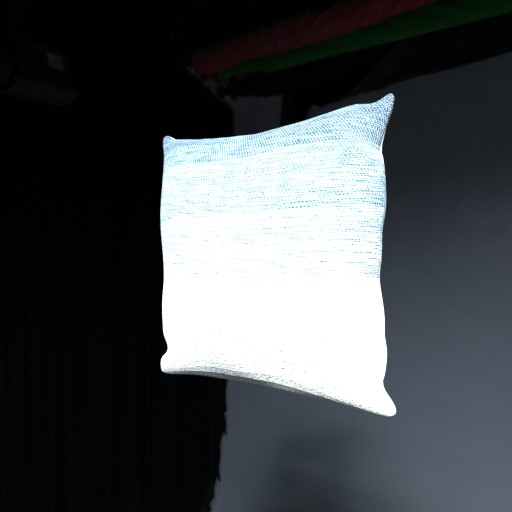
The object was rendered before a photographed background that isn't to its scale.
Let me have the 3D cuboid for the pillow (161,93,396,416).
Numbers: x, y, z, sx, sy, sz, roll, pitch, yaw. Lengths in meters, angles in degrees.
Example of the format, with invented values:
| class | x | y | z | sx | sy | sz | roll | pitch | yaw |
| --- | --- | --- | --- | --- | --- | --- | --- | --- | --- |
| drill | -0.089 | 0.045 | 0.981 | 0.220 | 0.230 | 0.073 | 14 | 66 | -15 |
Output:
| class | x | y | z | sx | sy | sz | roll | pitch | yaw |
| --- | --- | --- | --- | --- | --- | --- | --- | --- | --- |
| pillow | 0.000 | 0.000 | 0.704 | 0.440 | 0.441 | 0.182 | 0 | 0 | 35 |
